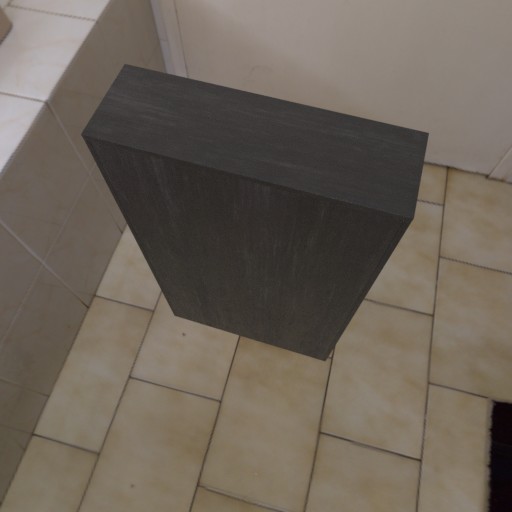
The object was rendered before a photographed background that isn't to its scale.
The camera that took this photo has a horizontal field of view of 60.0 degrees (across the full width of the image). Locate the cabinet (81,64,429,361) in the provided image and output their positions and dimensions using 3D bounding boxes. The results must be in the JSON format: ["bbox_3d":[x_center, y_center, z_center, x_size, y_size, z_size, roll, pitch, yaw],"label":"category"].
[{"bbox_3d":[0.000,0.000,1.578,0.750,1.280,0.250,16,65,7],"label":"cabinet"}]
